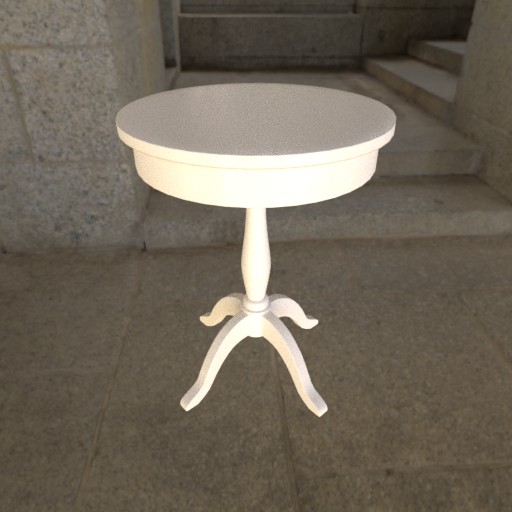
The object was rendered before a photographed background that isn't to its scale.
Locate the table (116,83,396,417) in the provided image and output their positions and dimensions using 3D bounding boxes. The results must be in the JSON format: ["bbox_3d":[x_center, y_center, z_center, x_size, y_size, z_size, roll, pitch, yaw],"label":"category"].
[{"bbox_3d":[0.000,0.000,1.009,0.513,0.653,0.513,0,32,0],"label":"table"}]
